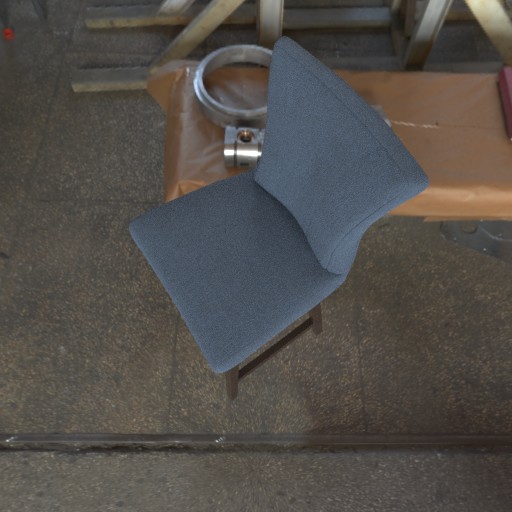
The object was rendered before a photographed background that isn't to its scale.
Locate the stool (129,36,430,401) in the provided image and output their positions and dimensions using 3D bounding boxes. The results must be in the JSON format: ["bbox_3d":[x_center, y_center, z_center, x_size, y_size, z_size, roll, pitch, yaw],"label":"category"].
[{"bbox_3d":[0.000,0.000,1.341,0.574,1.000,0.514,-30,68,-14],"label":"stool"}]
